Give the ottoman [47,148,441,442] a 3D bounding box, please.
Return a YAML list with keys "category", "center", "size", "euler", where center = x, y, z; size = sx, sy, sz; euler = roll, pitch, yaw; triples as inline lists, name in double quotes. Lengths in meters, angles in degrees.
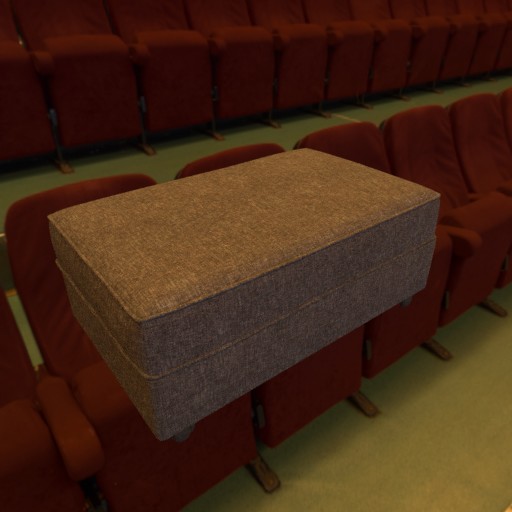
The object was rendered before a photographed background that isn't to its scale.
- category: "ottoman"
  center: [0.000, 0.000, 1.574]
  size: [1.184, 0.487, 0.717]
  euler: [-21, 37, -32]
